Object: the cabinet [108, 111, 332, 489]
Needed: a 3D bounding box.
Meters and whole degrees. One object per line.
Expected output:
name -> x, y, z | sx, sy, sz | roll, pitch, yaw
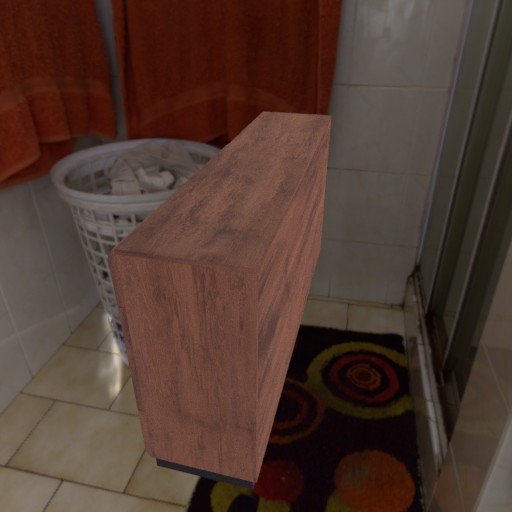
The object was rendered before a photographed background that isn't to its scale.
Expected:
cabinet -> 0.000, 0.000, 1.979 | 0.420, 0.900, 1.600 | 7, 31, 13
